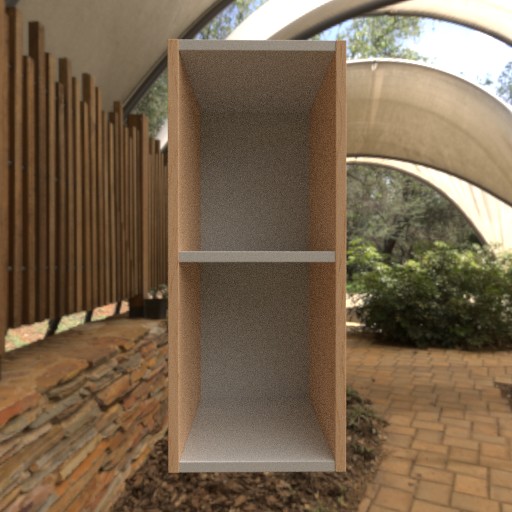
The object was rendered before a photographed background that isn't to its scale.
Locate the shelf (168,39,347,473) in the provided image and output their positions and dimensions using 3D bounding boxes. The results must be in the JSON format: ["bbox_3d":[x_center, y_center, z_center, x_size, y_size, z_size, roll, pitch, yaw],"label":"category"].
[{"bbox_3d":[0.000,0.000,0.759,0.250,0.600,0.290,0,0,-1],"label":"shelf"}]
